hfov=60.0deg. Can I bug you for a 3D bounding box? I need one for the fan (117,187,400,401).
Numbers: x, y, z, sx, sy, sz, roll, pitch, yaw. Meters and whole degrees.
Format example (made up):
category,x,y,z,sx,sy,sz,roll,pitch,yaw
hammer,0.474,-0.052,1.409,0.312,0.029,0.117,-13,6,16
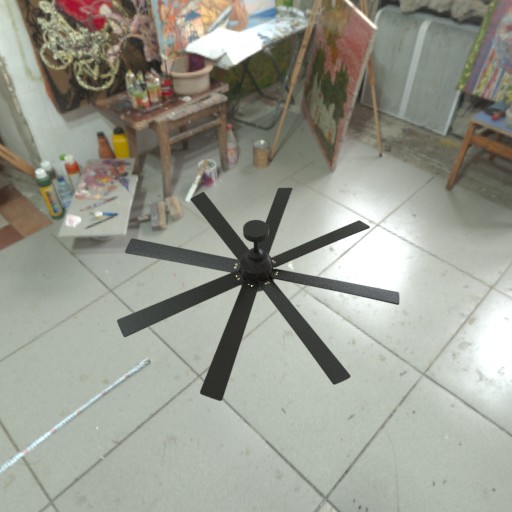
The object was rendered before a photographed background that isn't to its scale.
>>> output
category,x,y,z,sx,sy,sz,roll,pitch,yaw
fan,0.000,0.000,2.802,1.830,0.472,1.830,11,47,10
